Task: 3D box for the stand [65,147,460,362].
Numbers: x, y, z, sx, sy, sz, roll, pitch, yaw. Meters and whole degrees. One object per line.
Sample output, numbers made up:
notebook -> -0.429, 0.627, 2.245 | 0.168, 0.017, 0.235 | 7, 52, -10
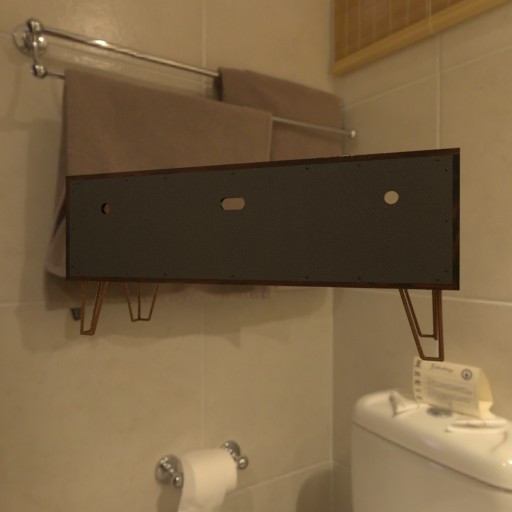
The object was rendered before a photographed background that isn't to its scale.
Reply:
stand -> 0.000, 0.000, 1.688 | 1.372, 0.610, 0.481 | 0, 0, 19
